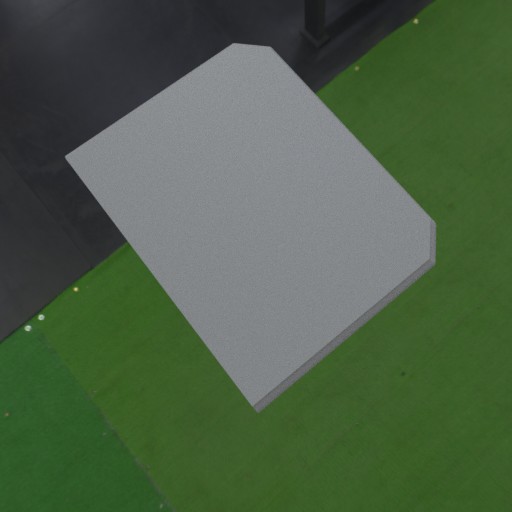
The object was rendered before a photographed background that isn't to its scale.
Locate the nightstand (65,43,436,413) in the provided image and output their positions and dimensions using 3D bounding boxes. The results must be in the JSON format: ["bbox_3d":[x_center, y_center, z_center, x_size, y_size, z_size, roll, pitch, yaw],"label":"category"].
[{"bbox_3d":[0.000,0.000,0.941,0.350,0.680,0.450,-38,79,-9],"label":"nightstand"}]
